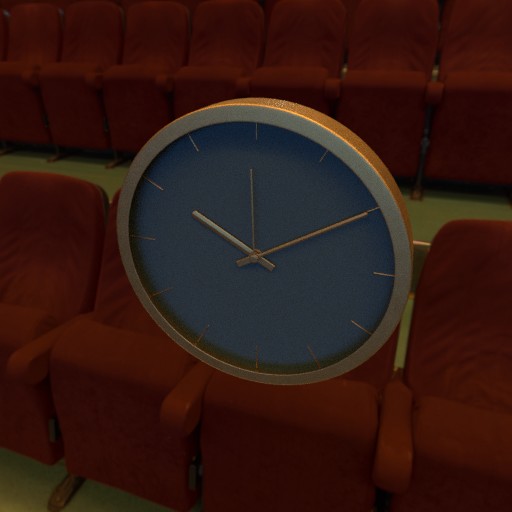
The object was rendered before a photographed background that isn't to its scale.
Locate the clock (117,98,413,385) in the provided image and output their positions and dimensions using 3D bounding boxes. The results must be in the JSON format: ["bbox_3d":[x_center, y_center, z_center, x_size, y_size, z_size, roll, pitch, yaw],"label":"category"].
[{"bbox_3d":[0.000,0.000,0.469,0.314,0.314,0.040,9,28,16],"label":"clock"}]
